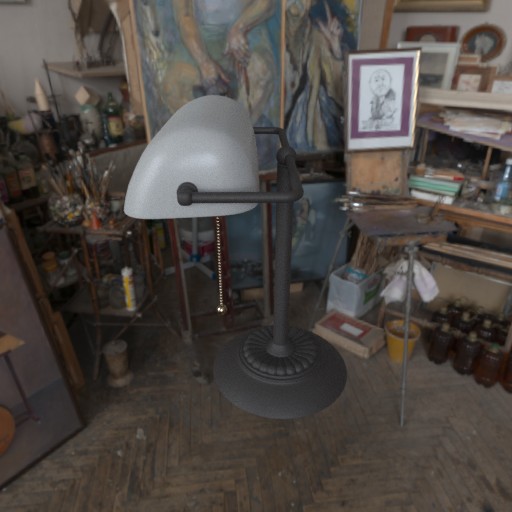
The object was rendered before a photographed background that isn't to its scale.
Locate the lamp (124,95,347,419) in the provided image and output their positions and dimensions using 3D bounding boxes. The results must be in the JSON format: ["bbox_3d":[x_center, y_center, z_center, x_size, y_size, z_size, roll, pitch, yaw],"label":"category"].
[{"bbox_3d":[0.000,0.000,0.520,0.243,0.339,0.264,0,28,-1],"label":"lamp"}]
